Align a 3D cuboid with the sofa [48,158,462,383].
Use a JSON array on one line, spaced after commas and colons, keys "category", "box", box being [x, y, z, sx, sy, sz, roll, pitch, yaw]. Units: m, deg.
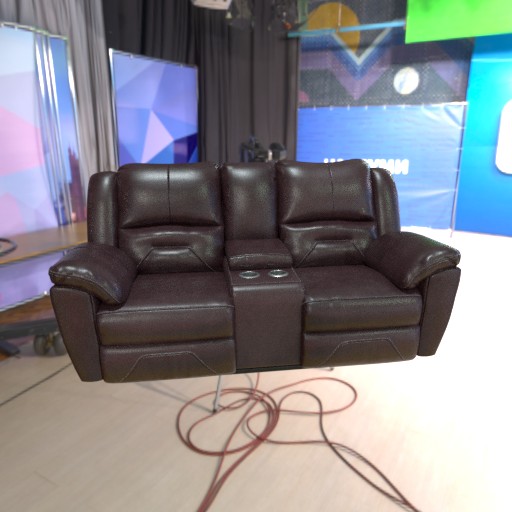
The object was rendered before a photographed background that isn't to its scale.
[{"category": "sofa", "box": [0.000, 0.000, 2.590, 2.058, 1.043, 0.991, -2, 17, -8]}]
